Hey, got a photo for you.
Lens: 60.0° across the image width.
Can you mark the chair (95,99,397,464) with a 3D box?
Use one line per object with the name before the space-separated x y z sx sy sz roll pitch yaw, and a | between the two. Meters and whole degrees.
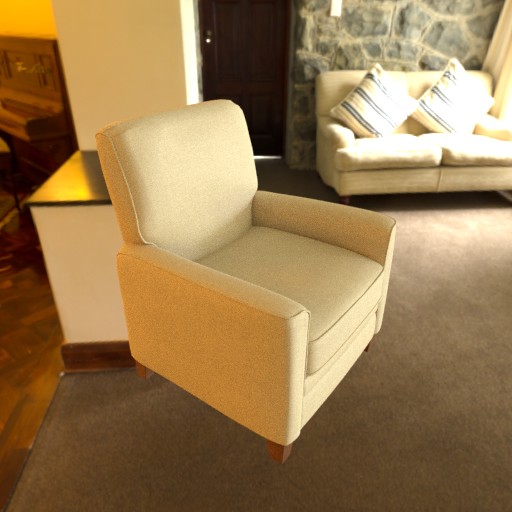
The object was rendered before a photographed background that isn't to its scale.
chair | 0.000 0.000 1.697 0.858 1.023 0.841 19 34 31
